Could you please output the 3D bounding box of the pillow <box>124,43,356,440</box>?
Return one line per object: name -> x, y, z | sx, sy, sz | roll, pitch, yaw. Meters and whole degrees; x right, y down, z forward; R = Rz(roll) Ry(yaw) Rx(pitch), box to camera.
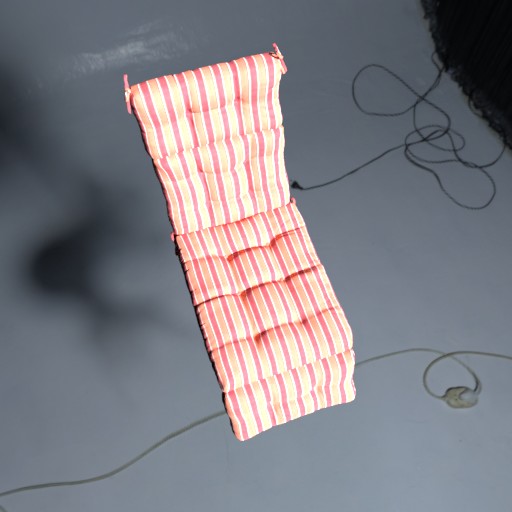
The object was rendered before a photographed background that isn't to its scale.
pillow -> 0.000, 0.000, 1.508 | 0.526, 0.863, 1.016 | -17, 64, -8
